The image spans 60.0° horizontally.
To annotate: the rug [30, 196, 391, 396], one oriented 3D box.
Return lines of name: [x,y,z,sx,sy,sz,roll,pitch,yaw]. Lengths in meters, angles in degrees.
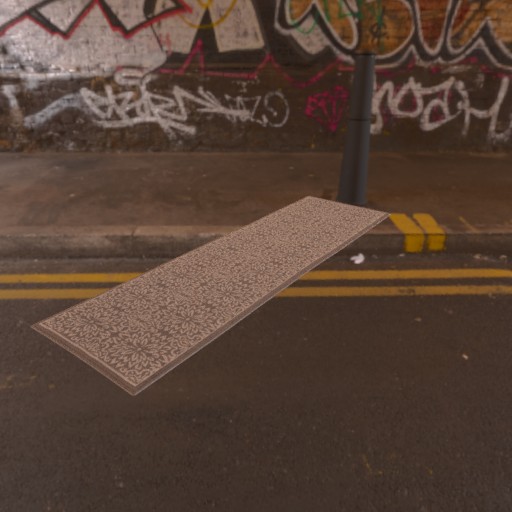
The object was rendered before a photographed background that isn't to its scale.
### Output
rug: [0.000,0.000,2.429,0.662,0.011,2.196,18,31,33]
